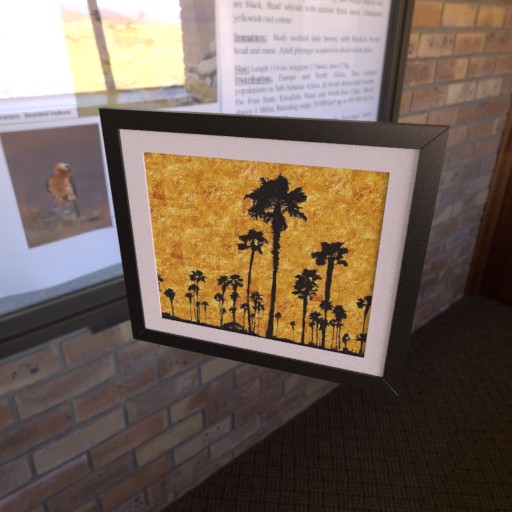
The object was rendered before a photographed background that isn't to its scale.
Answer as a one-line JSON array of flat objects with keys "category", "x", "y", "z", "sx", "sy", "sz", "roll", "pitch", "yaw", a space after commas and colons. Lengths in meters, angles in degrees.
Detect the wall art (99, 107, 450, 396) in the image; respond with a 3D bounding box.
[{"category": "wall art", "x": 0.000, "y": 0.000, "z": 0.543, "sx": 0.383, "sy": 0.332, "sz": 0.012, "roll": 8, "pitch": 28, "yaw": 16}]
